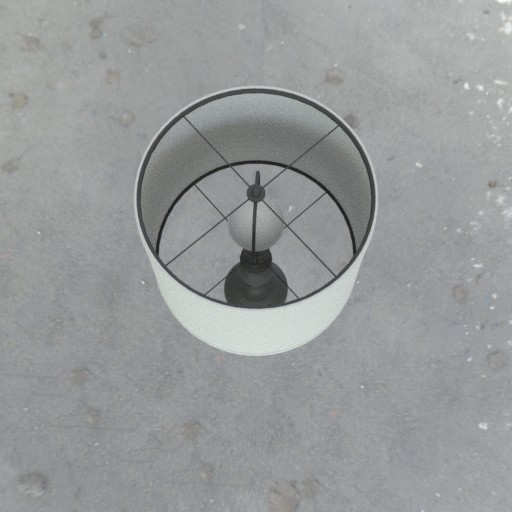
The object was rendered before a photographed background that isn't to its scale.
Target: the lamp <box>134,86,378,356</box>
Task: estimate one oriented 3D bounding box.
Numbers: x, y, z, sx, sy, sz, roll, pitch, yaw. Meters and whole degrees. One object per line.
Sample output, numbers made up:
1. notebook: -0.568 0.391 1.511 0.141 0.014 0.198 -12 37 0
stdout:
1. lamp: 0.000 0.000 0.699 0.310 0.501 0.310 0 74 0
